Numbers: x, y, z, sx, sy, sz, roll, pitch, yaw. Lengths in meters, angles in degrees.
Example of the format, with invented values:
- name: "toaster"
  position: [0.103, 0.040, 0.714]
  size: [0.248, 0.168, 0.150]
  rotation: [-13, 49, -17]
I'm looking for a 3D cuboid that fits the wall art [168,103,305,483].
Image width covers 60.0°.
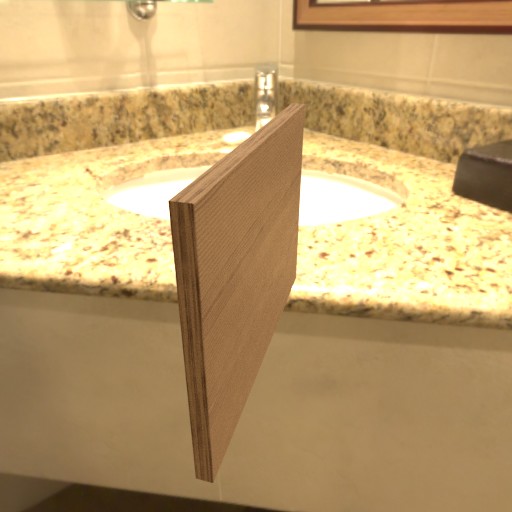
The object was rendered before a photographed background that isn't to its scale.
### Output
- name: "wall art"
  position: [0.000, 0.000, 1.124]
  size: [0.063, 0.609, 0.841]
  rotation: [8, 29, 14]
